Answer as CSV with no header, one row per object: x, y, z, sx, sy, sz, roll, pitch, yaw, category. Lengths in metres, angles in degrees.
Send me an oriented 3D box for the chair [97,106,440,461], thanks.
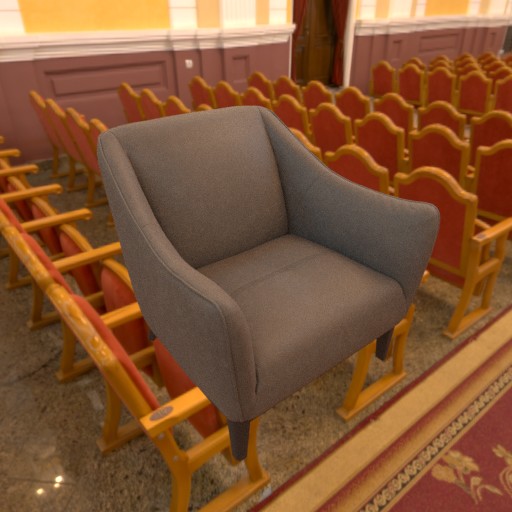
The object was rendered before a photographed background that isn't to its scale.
0.000,0.000,1.540,0.871,0.830,0.852,-22,37,-33,chair
